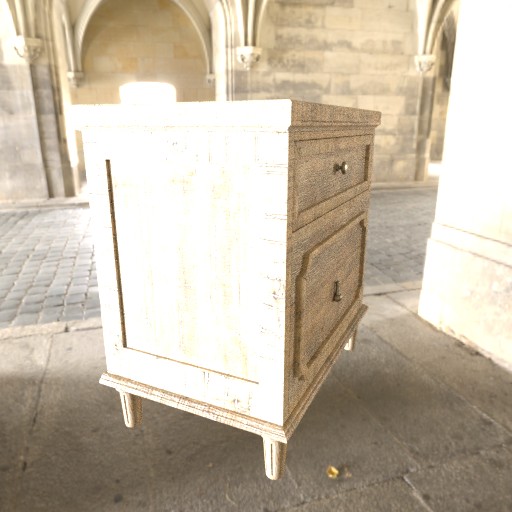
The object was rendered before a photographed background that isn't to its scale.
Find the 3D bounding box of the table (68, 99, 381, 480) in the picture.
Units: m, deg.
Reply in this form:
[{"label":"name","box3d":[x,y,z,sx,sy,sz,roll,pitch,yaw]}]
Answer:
[{"label":"table","box3d":[0.000,0.000,1.128,0.457,0.711,0.686,8,18,25]}]
